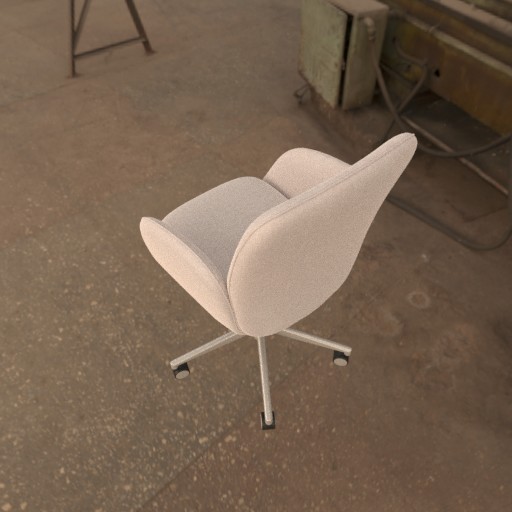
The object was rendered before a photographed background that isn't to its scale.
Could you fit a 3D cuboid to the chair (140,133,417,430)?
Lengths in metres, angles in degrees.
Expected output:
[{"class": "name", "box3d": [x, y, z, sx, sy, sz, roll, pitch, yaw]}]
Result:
[{"class": "chair", "box3d": [0.000, 0.000, 1.350, 0.648, 0.959, 0.633, -32, 55, -27]}]
